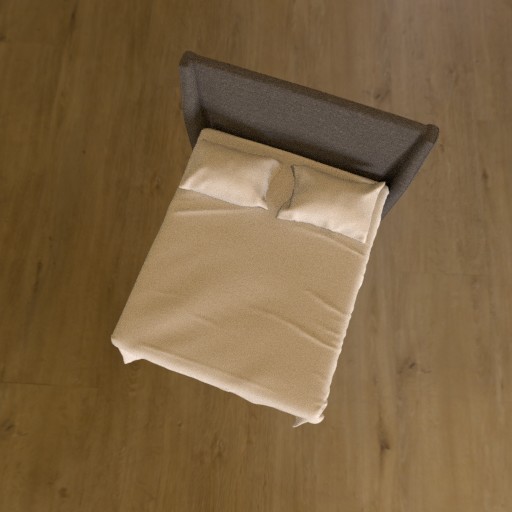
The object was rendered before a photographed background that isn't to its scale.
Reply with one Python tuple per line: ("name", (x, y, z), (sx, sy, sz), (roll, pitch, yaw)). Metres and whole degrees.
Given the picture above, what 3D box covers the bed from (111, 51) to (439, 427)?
("bed", (0.000, 0.000, 3.474), (1.925, 1.332, 2.276), (19, 75, 5))
